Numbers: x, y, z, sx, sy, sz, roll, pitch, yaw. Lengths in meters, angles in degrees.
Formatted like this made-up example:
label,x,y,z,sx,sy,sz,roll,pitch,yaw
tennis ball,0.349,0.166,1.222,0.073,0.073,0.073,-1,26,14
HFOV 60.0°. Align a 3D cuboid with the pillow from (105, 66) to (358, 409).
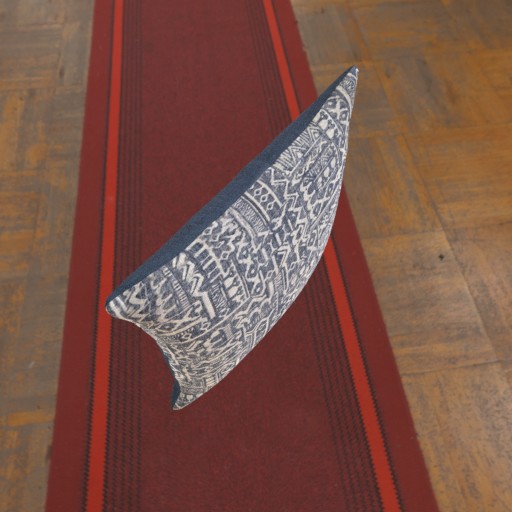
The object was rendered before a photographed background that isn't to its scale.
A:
label,x,y,z,sx,sy,sz,roll,pitch,yaw
pillow,0.000,0.000,0.802,0.180,0.487,0.546,33,64,19
